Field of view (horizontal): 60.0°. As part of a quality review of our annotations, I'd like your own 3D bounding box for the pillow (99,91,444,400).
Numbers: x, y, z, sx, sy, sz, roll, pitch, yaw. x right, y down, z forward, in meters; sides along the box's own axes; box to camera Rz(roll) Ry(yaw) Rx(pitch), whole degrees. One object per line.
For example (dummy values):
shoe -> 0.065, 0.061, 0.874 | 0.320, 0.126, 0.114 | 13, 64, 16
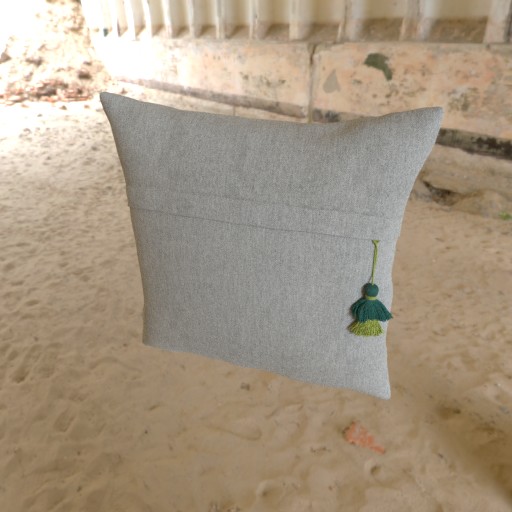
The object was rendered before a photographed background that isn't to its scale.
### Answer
pillow -> 0.000, 0.000, 0.642 | 0.433, 0.436, 0.173 | 8, 28, 16
